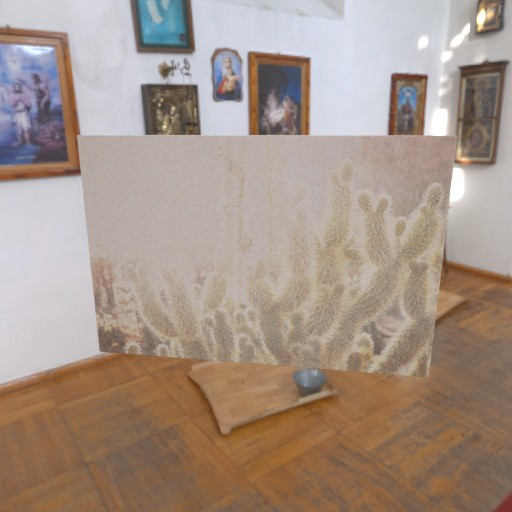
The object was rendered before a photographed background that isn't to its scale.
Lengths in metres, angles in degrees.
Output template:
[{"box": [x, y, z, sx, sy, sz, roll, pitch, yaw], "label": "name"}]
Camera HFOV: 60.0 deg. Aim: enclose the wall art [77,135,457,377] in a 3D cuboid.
[{"box": [0.000, 0.000, 1.158, 0.916, 0.608, 0.040, 2, 16, 8], "label": "wall art"}]
